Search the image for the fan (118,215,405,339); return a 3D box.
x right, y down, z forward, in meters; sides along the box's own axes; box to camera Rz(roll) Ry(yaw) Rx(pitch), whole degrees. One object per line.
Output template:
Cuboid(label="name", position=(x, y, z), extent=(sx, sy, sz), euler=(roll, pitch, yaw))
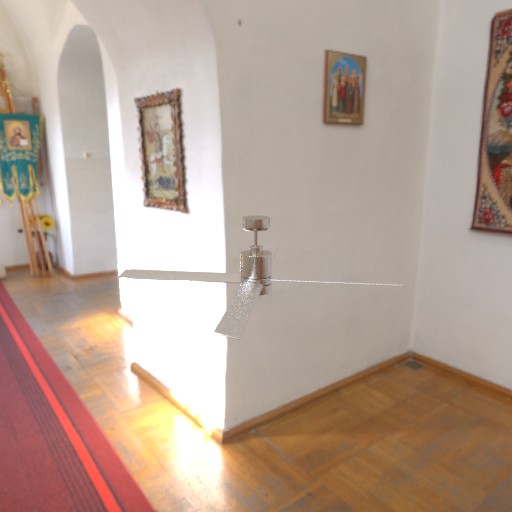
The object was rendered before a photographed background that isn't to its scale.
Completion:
Cuboid(label="fan", position=(0.000, 0.000, 2.030), extent=(1.322, 0.355, 1.322), euler=(2, 14, 8))
